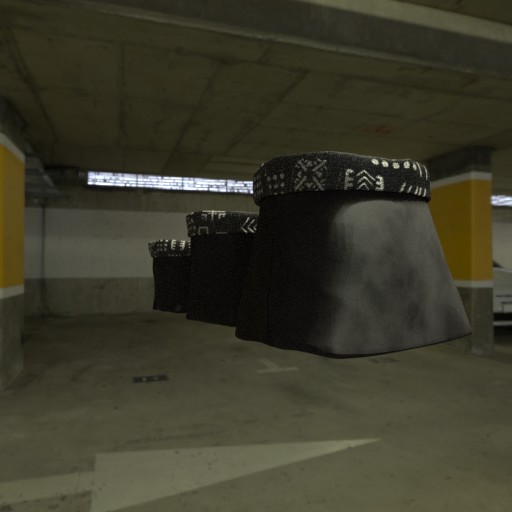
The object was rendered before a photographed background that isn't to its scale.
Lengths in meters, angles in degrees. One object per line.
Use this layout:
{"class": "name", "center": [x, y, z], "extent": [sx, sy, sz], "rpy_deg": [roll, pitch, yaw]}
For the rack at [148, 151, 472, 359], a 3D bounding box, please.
{"class": "rack", "center": [0.000, 0.000, 1.080], "extent": [0.379, 0.323, 0.905], "rpy_deg": [1, -1, -36]}
